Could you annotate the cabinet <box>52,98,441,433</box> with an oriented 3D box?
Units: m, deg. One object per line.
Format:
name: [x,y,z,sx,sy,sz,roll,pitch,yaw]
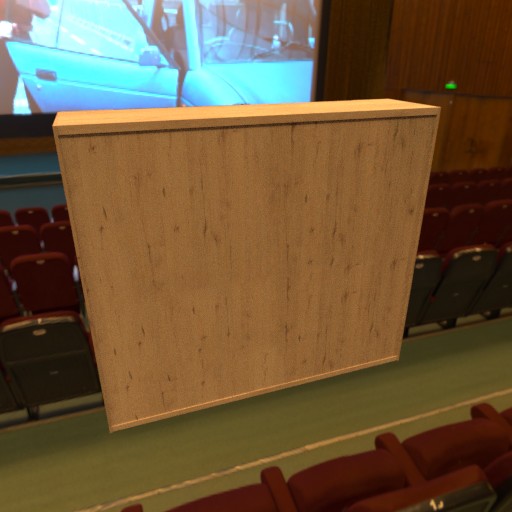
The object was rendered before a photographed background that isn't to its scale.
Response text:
cabinet: [0.000,0.000,3.444,2.500,2.180,0.660,-9,26,-18]
